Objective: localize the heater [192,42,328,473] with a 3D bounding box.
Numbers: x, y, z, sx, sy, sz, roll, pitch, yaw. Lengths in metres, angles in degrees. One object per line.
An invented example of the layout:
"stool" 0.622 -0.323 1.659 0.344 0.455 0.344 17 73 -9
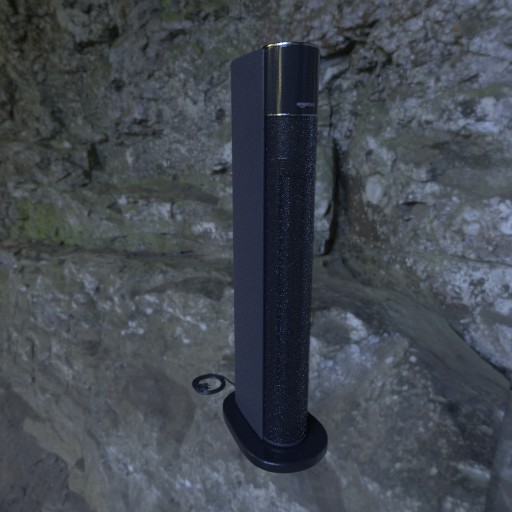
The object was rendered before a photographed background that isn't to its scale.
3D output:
"heater" 0.000 0.000 1.038 0.214 0.856 0.458 -8 17 -26
